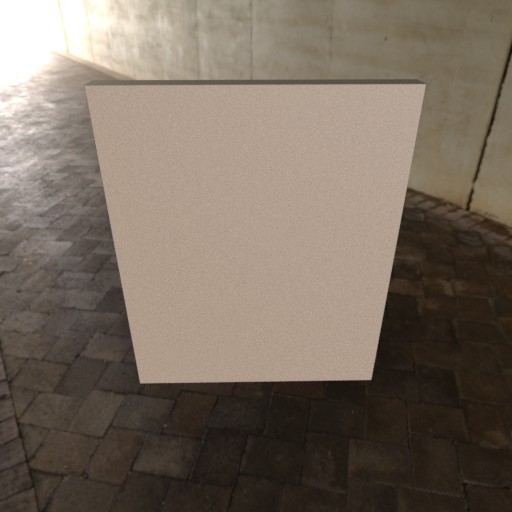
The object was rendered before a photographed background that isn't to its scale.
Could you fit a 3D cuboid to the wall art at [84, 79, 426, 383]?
[{"bbox_3d":[0.000,0.000,0.742,0.452,0.549,0.038,-1,31,-1],"label":"wall art"}]
